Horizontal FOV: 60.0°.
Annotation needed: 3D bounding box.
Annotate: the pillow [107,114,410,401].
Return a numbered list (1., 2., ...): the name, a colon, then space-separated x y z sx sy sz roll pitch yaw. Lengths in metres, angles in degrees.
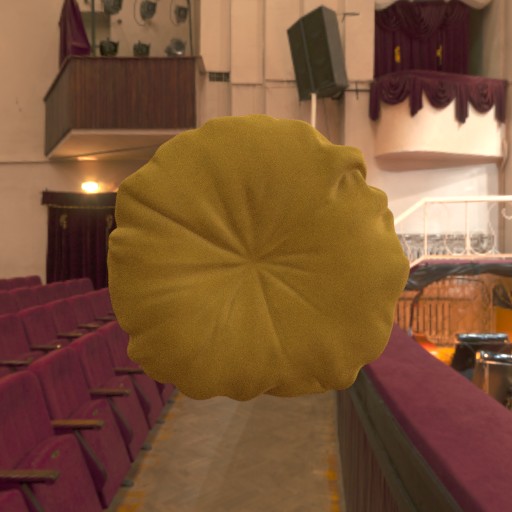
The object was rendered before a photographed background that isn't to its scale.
1. pillow: 0.000 0.000 0.647 0.428 0.407 0.148 0 0 -1
